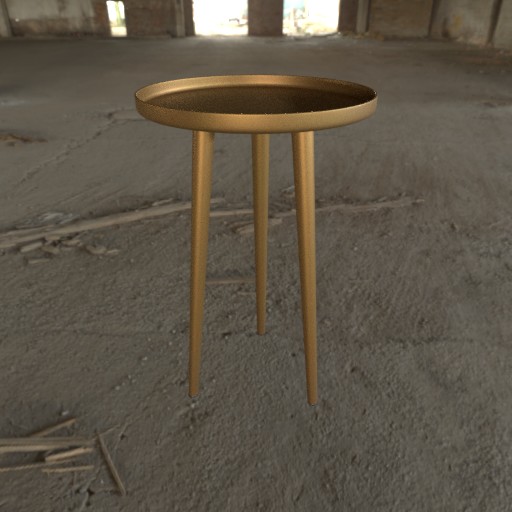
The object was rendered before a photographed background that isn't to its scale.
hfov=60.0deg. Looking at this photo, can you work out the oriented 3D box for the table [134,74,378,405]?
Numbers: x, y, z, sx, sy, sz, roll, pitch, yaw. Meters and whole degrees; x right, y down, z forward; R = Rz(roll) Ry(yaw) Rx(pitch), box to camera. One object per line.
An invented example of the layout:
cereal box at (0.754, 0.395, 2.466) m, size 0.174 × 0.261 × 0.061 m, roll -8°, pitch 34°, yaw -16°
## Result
table at (0.000, 0.000, 0.676) m, size 0.299 × 0.480 × 0.299 m, roll 1°, pitch 29°, yaw 2°
